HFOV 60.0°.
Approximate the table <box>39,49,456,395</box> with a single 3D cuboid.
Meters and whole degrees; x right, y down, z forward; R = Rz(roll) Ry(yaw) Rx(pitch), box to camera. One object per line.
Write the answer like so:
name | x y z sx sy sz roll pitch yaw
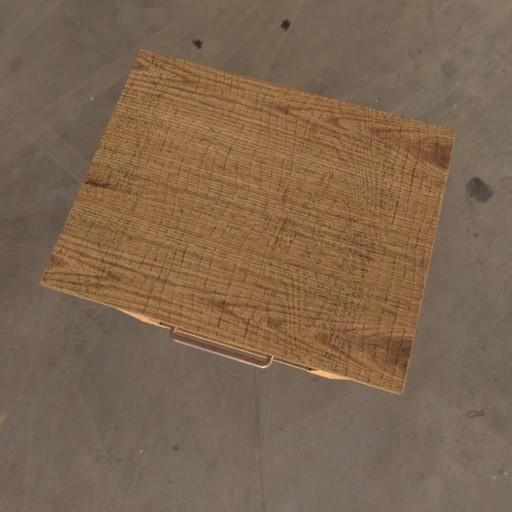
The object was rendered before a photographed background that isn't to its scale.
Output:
table | 0.000 0.000 1.050 0.601 0.625 0.494 16 76 4
